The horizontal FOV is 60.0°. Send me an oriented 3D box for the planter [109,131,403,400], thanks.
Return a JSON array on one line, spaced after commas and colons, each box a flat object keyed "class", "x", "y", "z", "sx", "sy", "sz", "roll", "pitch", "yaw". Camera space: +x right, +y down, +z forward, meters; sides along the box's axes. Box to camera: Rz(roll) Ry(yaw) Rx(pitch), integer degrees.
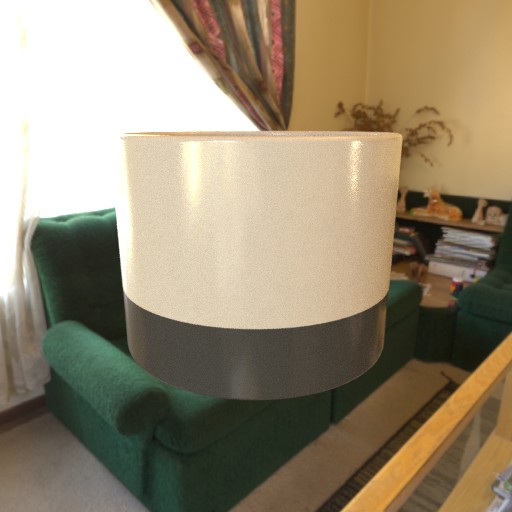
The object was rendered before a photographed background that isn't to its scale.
[{"class": "planter", "x": 0.000, "y": 0.000, "z": 0.330, "sx": 0.193, "sy": 0.177, "sz": 0.193, "roll": 0, "pitch": 16, "yaw": 0}]
